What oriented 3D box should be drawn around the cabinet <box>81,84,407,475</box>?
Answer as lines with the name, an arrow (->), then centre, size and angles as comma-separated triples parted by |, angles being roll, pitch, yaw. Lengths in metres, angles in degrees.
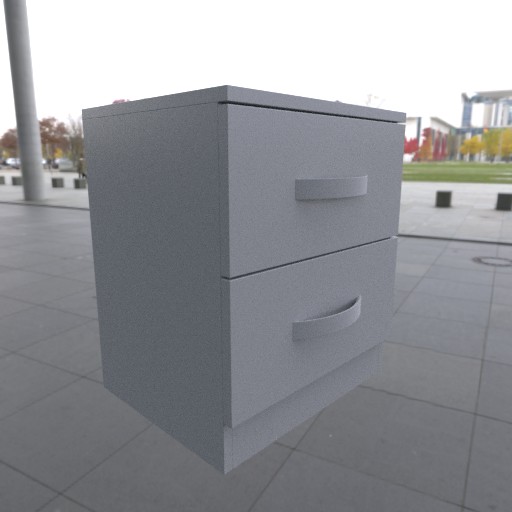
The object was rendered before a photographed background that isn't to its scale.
cabinet -> 0.000, 0.000, 0.749 | 0.360, 0.470, 0.400 | 12, 17, 43
